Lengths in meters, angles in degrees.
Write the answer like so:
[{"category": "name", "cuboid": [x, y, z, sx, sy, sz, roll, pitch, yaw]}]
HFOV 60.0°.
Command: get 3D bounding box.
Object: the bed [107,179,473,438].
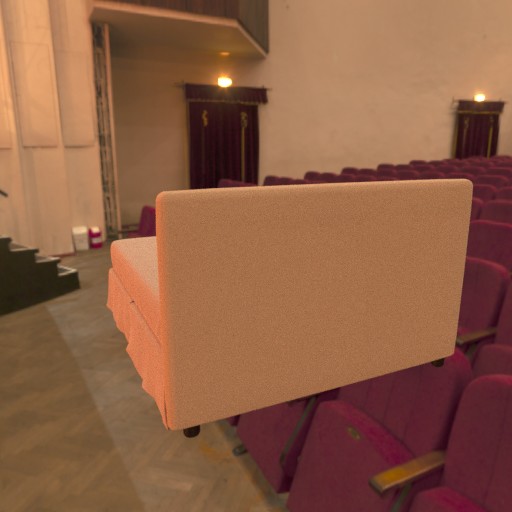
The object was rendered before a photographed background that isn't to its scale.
[{"category": "bed", "cuboid": [0.000, 0.000, 3.576, 2.119, 1.317, 2.341, -6, 15, -25]}]
